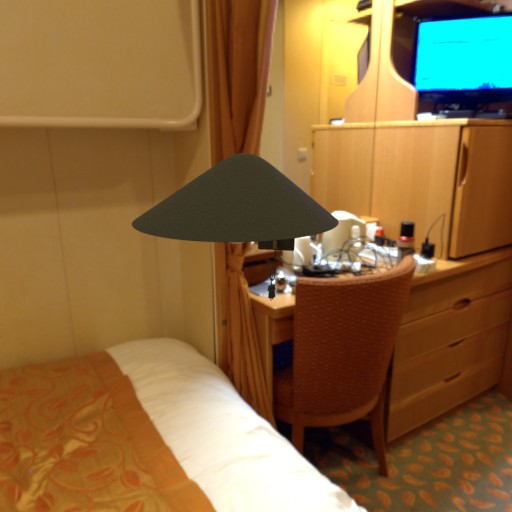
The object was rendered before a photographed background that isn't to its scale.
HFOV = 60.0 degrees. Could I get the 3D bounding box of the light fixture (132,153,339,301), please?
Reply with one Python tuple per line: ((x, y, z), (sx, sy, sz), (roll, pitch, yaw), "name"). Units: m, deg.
((0.000, 0.000, 0.679), (0.240, 0.312, 0.516), (3, 15, 9), "light fixture")
